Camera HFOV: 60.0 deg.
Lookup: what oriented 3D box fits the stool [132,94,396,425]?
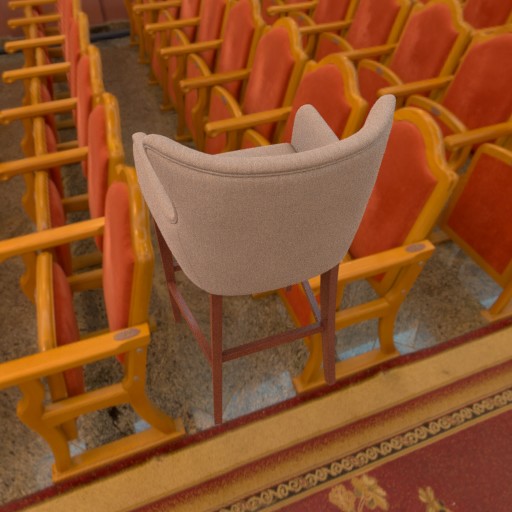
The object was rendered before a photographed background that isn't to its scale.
[{"bbox_3d":[0.000,0.000,1.364,0.575,1.047,0.575,-14,45,-15],"label":"stool"}]
